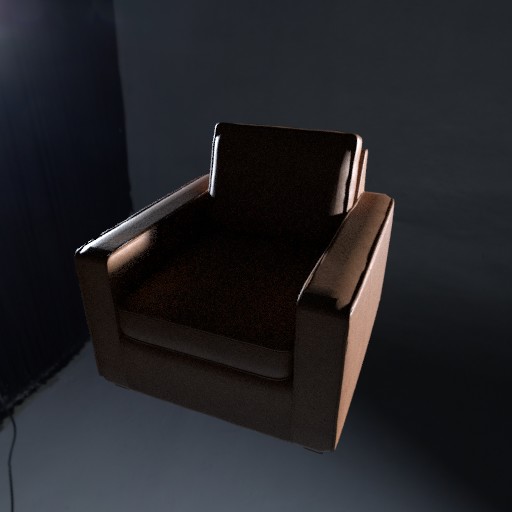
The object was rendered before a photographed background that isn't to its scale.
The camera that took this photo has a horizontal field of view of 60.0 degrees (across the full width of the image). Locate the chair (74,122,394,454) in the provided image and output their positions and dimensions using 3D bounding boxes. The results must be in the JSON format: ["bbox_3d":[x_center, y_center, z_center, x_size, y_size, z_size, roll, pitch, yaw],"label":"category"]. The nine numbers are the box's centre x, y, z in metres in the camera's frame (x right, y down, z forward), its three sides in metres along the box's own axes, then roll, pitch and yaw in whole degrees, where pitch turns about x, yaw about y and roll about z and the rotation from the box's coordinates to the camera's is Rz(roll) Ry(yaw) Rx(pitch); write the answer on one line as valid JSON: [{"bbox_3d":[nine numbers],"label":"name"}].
[{"bbox_3d":[0.000,0.000,1.780,0.987,0.901,1.027,9,29,17],"label":"chair"}]
